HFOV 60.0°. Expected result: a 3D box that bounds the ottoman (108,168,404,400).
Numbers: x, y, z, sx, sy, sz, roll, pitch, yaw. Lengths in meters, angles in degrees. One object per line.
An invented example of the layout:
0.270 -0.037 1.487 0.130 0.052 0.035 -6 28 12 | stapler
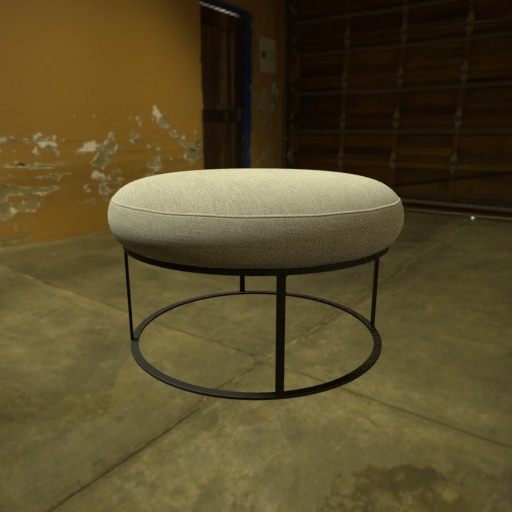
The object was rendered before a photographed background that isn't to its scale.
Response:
0.000 0.000 1.239 0.769 0.459 0.769 0 14 0 | ottoman
